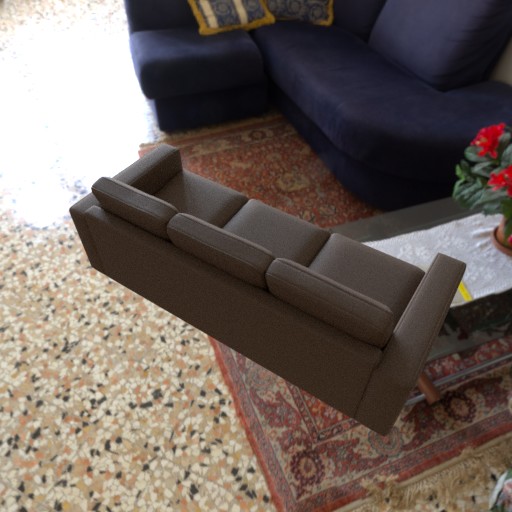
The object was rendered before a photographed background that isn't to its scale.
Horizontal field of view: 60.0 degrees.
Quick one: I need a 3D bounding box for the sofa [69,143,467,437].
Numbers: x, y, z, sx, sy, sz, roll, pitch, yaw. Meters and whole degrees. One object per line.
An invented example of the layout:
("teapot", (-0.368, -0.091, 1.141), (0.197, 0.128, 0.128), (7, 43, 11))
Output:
("sofa", (0.000, 0.000, 2.660), (2.160, 0.806, 0.900), (25, 52, 22))
